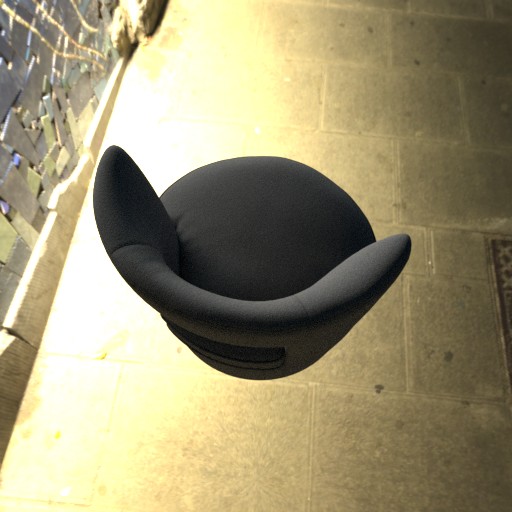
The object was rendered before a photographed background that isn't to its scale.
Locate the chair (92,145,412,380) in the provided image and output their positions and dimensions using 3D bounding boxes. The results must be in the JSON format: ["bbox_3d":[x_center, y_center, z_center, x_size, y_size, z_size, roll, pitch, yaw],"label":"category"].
[{"bbox_3d":[0.000,0.000,1.248,0.689,0.719,0.660,18,65,9],"label":"chair"}]
